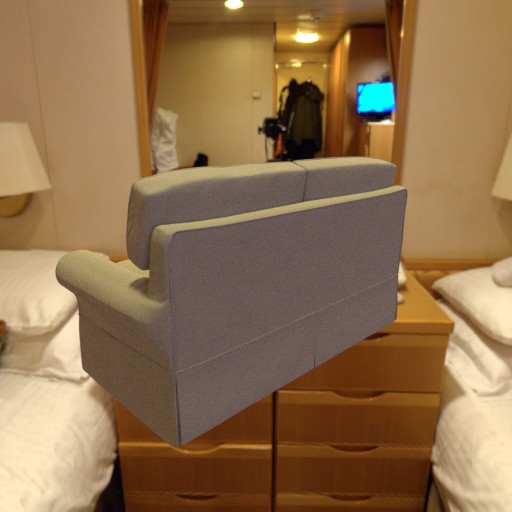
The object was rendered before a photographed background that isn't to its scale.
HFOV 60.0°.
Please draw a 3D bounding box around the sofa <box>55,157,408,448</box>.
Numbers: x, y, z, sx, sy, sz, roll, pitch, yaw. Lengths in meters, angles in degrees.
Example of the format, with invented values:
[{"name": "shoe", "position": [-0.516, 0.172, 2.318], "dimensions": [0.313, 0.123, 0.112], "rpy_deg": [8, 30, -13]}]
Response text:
[{"name": "sofa", "position": [0.000, 0.000, 2.372], "dimensions": [1.823, 1.024, 0.841], "rpy_deg": [-15, 22, -43]}]
